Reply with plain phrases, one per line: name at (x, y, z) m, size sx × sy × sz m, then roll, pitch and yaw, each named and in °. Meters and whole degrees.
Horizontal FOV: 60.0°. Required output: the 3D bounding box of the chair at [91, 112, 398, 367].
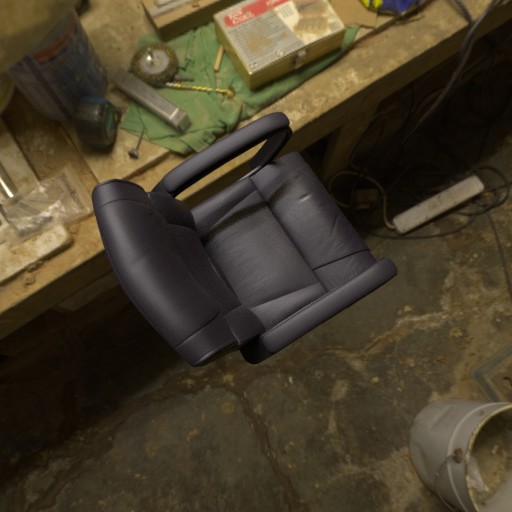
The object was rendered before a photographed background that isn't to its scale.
chair at (0.000, 0.000, 1.385) m, size 0.641 × 0.998 × 0.576 m, roll -32°, pitch 79°, yaw -7°
